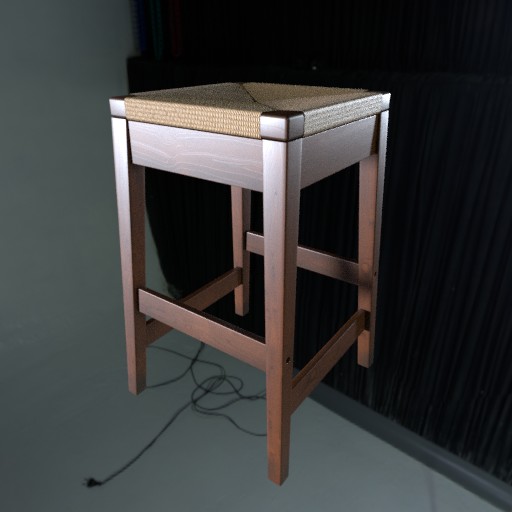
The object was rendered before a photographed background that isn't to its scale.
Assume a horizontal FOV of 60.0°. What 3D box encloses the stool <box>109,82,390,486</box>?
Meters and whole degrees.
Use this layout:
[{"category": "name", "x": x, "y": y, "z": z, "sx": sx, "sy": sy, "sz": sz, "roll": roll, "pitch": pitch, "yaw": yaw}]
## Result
[{"category": "stool", "x": 0.000, "y": 0.000, "z": 1.101, "sx": 0.497, "sy": 0.762, "sz": 0.507, "roll": 18, "pitch": 31, "yaw": 32}]
